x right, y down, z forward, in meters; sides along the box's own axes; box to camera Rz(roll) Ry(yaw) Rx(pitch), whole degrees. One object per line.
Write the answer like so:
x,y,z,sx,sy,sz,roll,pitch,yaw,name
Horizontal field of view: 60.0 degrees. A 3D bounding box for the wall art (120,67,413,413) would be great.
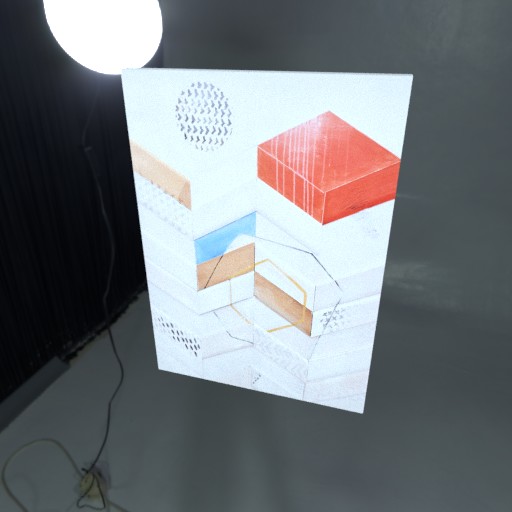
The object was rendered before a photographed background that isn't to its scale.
0.000,0.000,1.098,0.613,0.848,0.036,8,28,15,wall art
